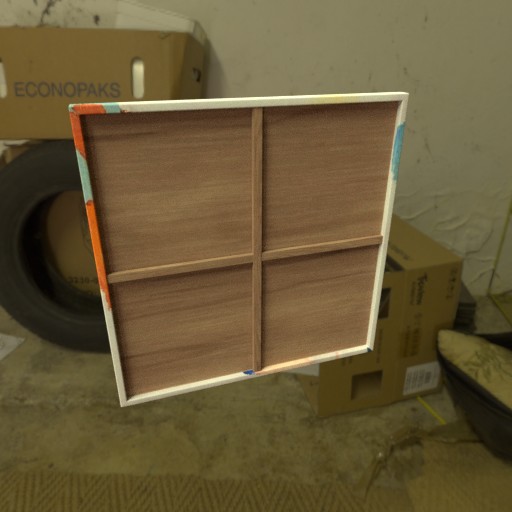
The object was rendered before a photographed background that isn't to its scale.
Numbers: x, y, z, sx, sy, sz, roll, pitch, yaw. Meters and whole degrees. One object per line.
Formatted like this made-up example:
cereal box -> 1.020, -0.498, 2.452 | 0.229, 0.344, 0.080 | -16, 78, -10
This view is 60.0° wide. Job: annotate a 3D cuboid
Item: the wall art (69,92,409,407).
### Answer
wall art -> 0.000, 0.000, 1.507 | 1.017, 1.017, 0.044 | -8, 27, -16
